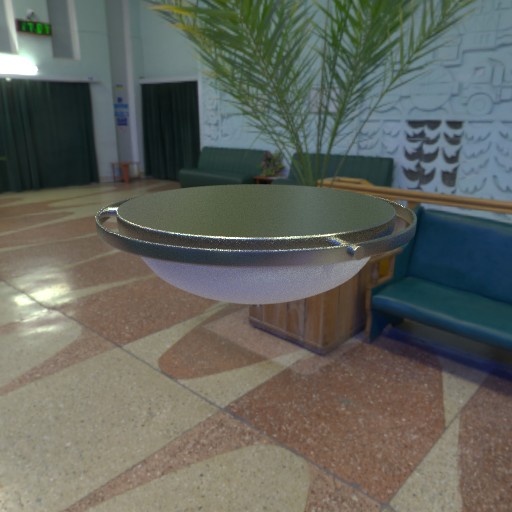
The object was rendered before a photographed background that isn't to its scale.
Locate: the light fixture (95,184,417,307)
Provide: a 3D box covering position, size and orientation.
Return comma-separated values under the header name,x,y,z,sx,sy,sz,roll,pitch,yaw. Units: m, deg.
name,x,y,z,sx,sy,sz,roll,pitch,yaw
light fixture,0.000,0.000,0.544,0.361,0.130,0.361,0,17,0
